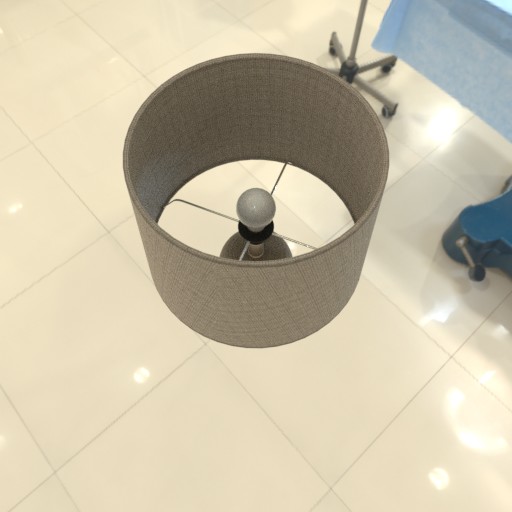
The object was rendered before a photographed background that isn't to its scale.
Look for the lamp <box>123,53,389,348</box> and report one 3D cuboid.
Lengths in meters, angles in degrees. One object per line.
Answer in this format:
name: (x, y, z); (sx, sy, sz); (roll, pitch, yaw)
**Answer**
lamp: (0.000, 0.000, 0.807); (0.367, 0.609, 0.367); (0, 64, 0)
